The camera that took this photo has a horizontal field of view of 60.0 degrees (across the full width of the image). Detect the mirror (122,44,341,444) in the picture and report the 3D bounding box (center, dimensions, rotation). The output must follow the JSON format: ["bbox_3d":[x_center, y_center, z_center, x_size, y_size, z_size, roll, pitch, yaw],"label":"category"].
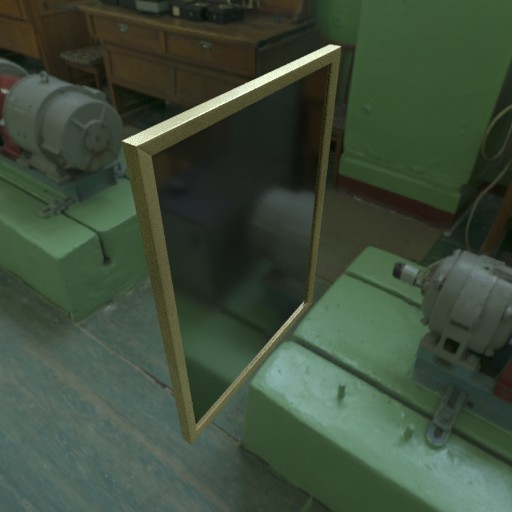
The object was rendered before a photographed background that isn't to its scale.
[{"bbox_3d":[0.000,0.000,1.324,0.040,1.016,0.762,24,45,27],"label":"mirror"}]
